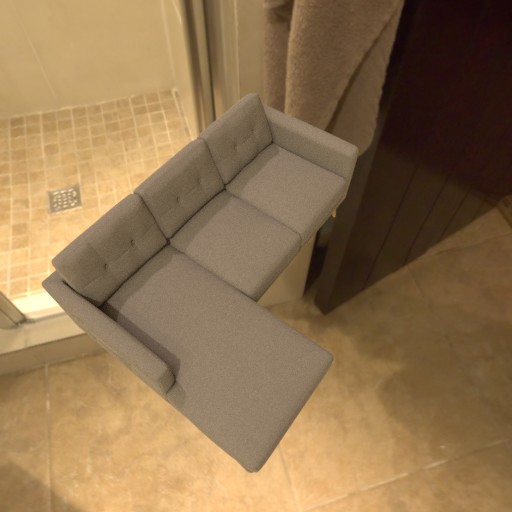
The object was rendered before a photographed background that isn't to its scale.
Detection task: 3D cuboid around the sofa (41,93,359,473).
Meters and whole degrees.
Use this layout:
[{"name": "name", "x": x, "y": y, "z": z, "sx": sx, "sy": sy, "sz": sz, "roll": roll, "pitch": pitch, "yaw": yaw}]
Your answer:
[{"name": "sofa", "x": 0.000, "y": 0.000, "z": 2.846, "sx": 1.530, "sy": 0.860, "sz": 2.040, "roll": 32, "pitch": 63, "yaw": 19}]
